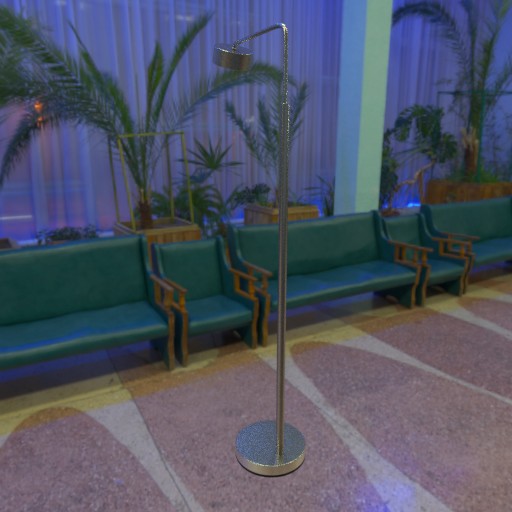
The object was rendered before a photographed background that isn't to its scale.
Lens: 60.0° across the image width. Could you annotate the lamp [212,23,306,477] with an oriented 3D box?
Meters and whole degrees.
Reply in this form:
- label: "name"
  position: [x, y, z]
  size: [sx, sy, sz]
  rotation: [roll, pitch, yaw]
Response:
- label: "lamp"
  position: [0.000, 0.000, 1.345]
  size: [0.222, 1.250, 0.421]
  rotation: [-7, 16, -27]
